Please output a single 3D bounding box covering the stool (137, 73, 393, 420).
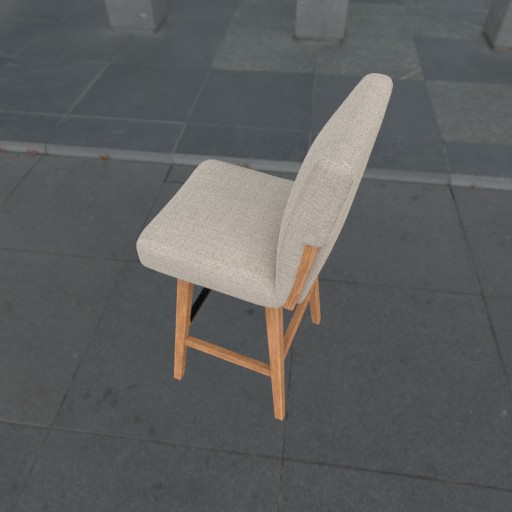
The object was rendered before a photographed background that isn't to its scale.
[{"bbox_3d":[0.000,0.000,1.411,0.569,1.106,0.483,17,49,15],"label":"stool"}]
